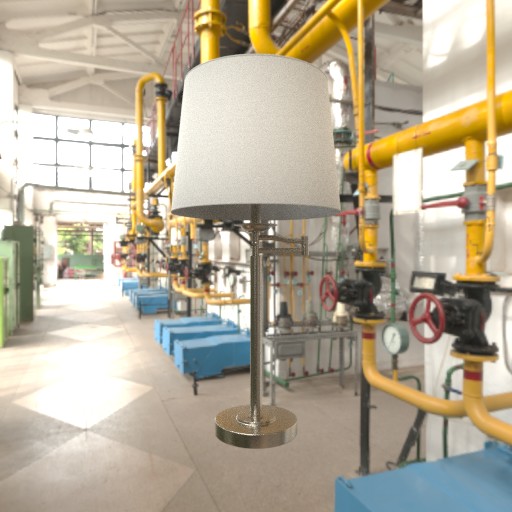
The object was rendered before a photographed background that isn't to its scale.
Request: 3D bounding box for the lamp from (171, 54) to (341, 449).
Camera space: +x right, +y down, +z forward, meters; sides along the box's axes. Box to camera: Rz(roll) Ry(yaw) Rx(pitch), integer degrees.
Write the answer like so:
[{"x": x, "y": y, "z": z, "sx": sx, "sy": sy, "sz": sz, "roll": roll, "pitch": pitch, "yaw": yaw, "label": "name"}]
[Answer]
[{"x": 0.000, "y": 0.000, "z": 0.880, "sx": 0.333, "sy": 0.696, "sz": 0.333, "roll": 0, "pitch": 0, "yaw": 0, "label": "lamp"}]
